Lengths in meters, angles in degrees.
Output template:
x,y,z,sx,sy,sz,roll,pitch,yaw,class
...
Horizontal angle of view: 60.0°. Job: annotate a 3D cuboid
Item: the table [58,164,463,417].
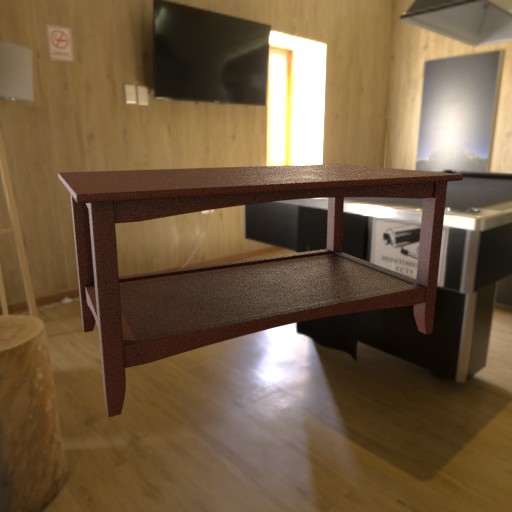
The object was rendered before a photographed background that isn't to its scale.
x,y,z,sx,sy,sz,roll,pitch,yaw,class
0.000,0.000,1.240,0.943,0.456,0.533,-7,17,-25,table
